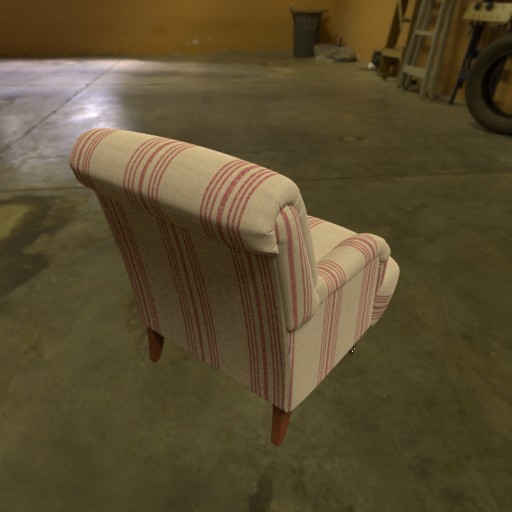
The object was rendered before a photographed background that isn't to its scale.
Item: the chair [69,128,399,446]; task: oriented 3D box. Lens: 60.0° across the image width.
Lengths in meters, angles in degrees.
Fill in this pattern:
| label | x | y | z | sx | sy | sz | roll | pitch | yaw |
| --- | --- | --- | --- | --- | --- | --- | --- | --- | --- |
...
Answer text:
| label | x | y | z | sx | sy | sz | roll | pitch | yaw |
| --- | --- | --- | --- | --- | --- | --- | --- | --- | --- |
| chair | 0.000 | 0.000 | 1.850 | 0.933 | 1.123 | 1.058 | 22 | 36 | 33 |
